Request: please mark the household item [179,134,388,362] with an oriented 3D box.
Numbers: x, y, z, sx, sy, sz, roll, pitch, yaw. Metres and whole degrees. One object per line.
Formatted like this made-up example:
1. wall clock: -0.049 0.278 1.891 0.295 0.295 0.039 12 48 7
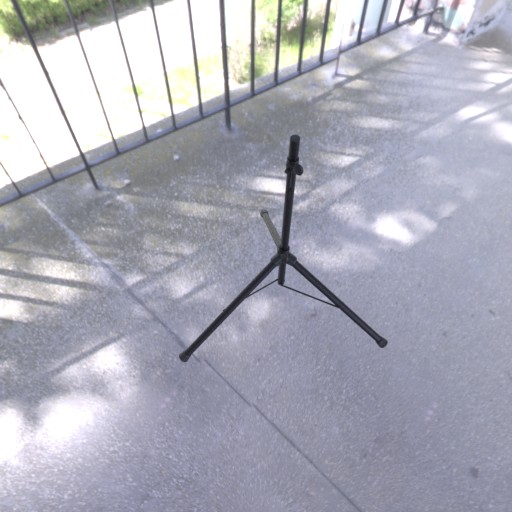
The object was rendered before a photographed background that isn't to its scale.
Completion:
1. household item: 0.000 0.000 1.851 0.907 1.136 1.045 -30 63 -17
